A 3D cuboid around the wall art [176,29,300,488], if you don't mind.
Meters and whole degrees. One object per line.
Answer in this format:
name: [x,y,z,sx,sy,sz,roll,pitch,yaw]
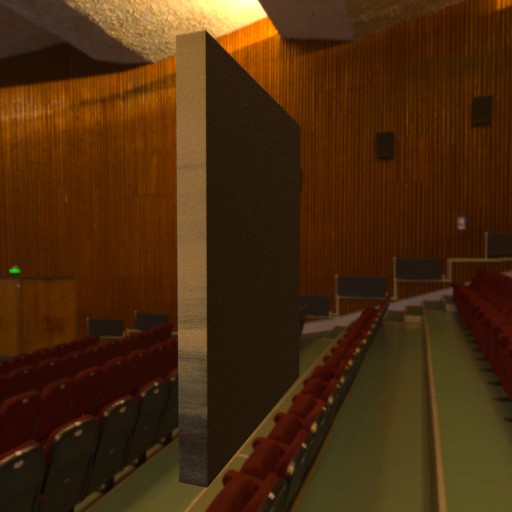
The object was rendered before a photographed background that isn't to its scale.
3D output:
wall art: [0.000,0.000,0.705,0.037,0.511,0.435,1,2,19]
